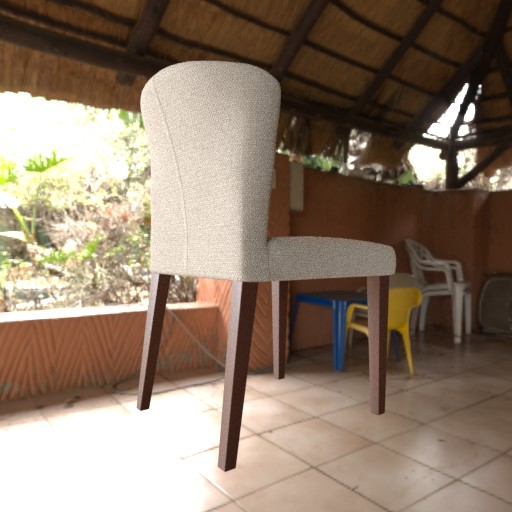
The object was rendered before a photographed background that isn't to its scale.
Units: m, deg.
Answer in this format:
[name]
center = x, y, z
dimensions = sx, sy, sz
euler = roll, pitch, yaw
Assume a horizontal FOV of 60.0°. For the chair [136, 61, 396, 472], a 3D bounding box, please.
[chair]
center = 0.000, 0.000, 1.186
dimensions = 0.589, 0.839, 0.491
euler = -1, 1, -37
